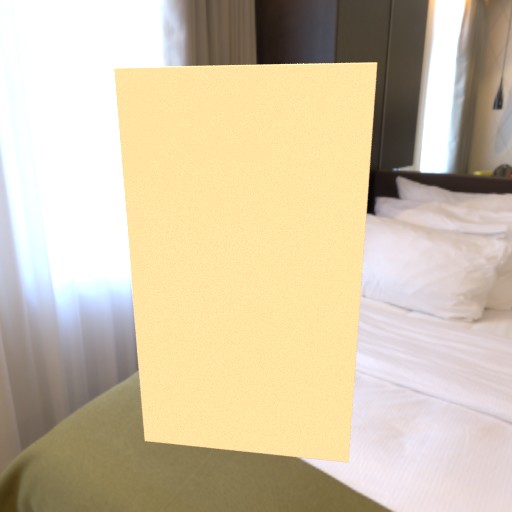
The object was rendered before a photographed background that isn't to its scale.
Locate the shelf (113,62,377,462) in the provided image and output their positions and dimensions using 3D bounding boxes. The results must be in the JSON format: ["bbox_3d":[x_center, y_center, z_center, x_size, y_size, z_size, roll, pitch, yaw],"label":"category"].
[{"bbox_3d":[0.000,0.000,0.797,0.350,0.600,0.290,2,17,8],"label":"shelf"}]
